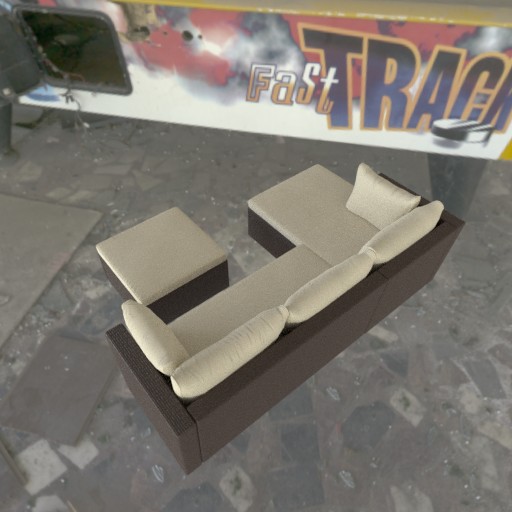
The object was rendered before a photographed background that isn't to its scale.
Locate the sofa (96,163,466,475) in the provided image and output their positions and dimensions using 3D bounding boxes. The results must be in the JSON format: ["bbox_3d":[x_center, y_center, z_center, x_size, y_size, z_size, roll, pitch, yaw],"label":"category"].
[{"bbox_3d":[0.000,0.000,2.986,2.192,0.766,1.612,-31,54,-26],"label":"sofa"}]
